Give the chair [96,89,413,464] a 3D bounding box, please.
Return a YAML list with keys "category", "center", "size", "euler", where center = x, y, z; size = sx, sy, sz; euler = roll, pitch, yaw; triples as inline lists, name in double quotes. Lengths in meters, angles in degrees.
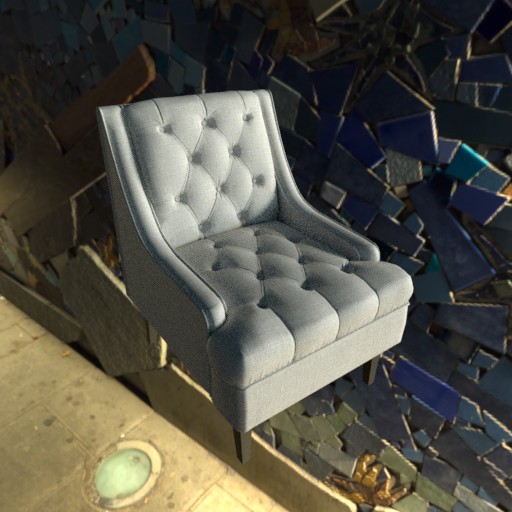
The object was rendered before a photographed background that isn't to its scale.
- category: "chair"
  center: [0.000, 0.000, 1.410]
  size: [0.658, 0.891, 0.772]
  euler: [-19, 34, -31]
